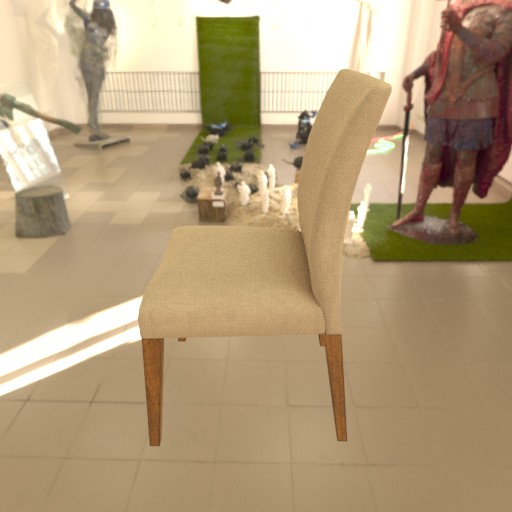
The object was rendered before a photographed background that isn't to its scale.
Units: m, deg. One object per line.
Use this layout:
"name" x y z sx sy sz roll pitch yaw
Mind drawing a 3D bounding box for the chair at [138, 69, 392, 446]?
"chair" 0.000 0.000 1.239 0.585 0.940 0.496 0 27 1
